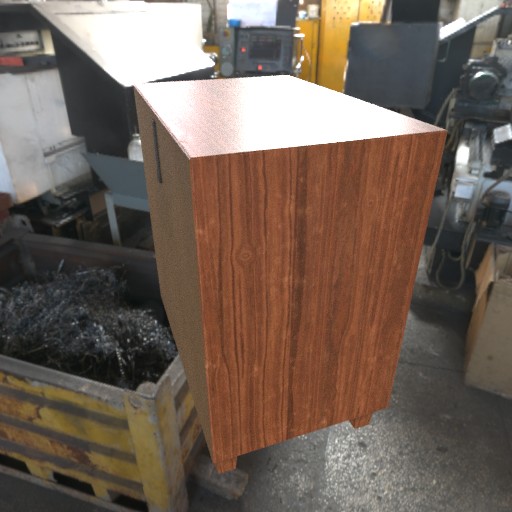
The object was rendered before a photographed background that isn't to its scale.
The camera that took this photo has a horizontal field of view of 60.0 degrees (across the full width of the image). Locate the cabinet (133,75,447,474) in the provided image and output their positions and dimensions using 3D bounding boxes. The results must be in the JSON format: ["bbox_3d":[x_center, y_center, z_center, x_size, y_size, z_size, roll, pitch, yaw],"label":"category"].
[{"bbox_3d":[0.000,0.000,1.040,0.410,0.695,0.607,-10,32,-17],"label":"cabinet"}]
